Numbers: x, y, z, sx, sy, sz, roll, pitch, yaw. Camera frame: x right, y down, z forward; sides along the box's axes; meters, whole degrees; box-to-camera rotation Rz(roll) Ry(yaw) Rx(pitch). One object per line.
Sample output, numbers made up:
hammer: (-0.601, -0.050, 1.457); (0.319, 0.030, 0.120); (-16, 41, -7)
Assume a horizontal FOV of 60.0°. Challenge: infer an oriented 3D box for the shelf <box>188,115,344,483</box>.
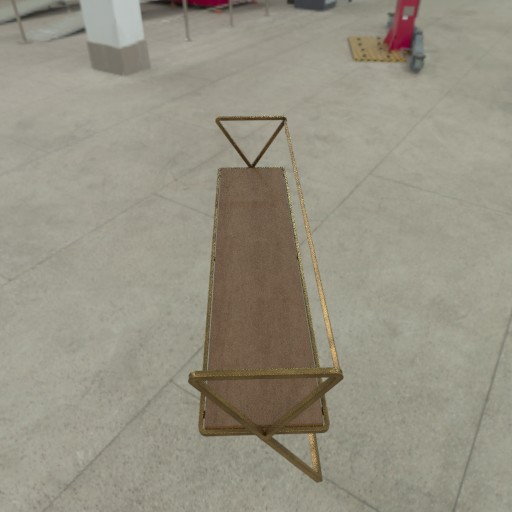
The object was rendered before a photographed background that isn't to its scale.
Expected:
shelf: (0.000, 0.000, 0.742); (0.150, 0.229, 0.645); (-1, 39, -1)
